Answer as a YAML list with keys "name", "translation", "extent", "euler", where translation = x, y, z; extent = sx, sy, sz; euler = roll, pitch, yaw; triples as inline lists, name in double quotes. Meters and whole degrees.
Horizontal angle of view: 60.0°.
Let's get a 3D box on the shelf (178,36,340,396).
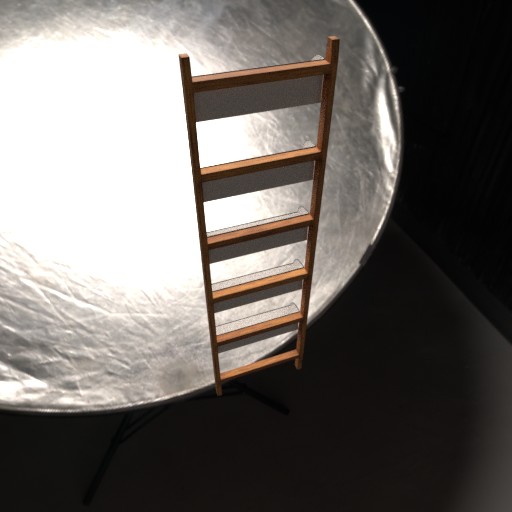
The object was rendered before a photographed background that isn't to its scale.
- name: "shelf"
  translation: [0.000, 0.000, 1.762]
  extent: [0.454, 1.600, 0.141]
  euler: [-14, 44, -15]
